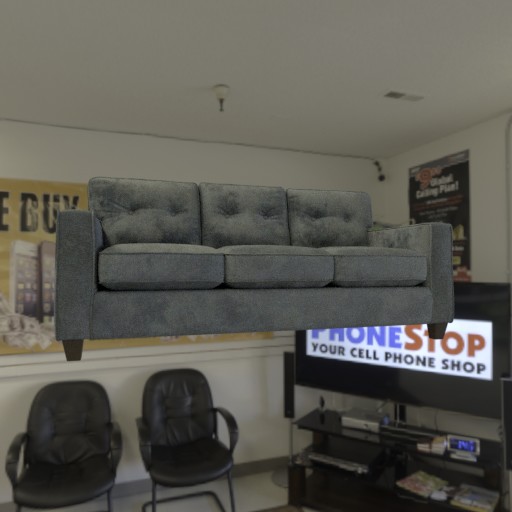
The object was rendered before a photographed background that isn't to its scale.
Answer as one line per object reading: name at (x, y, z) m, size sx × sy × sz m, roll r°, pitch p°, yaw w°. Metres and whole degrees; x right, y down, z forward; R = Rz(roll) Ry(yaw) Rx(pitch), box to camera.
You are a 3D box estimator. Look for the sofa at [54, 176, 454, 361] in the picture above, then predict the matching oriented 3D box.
sofa at (0.000, 0.000, 2.660) m, size 2.133 × 0.965 × 0.939 m, roll 0°, pitch -1°, yaw -17°
